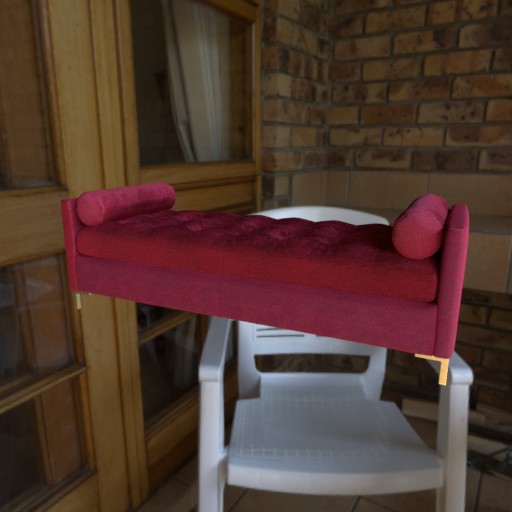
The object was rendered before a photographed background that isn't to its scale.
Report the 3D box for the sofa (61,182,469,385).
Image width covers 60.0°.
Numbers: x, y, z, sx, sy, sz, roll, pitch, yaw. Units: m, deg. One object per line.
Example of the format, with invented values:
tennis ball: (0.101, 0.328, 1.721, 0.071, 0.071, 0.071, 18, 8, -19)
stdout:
sofa: (0.000, 0.000, 2.470, 2.102, 0.705, 0.796, 7, 16, 24)
